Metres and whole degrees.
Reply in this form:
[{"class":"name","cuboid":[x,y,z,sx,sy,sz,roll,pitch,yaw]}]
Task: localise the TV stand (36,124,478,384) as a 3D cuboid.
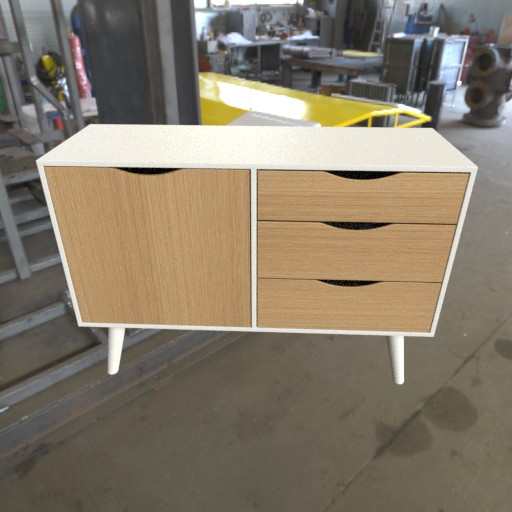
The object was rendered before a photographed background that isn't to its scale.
[{"class":"TV stand","cuboid":[0.000,0.000,1.574,1.193,0.812,0.406,1,30,2]}]
